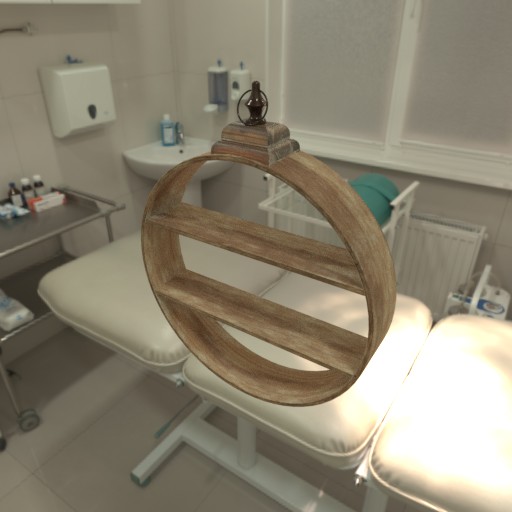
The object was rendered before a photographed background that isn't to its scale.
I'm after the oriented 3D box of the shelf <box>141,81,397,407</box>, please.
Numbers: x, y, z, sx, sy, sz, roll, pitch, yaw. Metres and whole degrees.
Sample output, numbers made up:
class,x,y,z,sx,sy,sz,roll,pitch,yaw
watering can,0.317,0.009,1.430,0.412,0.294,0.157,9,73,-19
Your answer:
class,x,y,z,sx,sy,sz,roll,pitch,yaw
shelf,0.000,0.000,0.977,0.601,0.725,0.125,18,34,29
